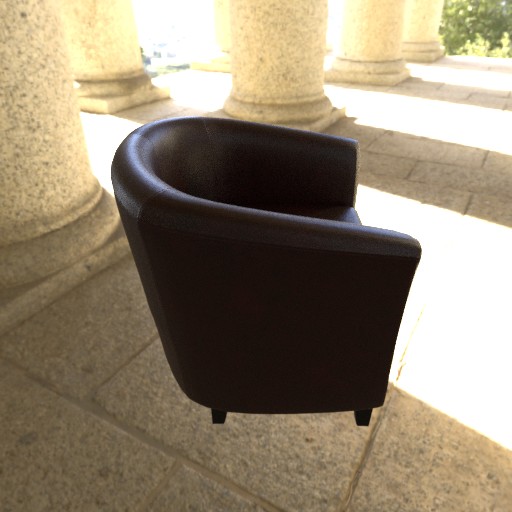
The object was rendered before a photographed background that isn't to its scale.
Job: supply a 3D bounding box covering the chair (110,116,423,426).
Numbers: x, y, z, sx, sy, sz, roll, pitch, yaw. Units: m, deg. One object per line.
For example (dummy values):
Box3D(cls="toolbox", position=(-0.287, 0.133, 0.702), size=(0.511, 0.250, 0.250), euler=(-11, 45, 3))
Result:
Box3D(cls="chair", position=(0.000, 0.000, 1.374), size=(0.727, 0.756, 0.792), euler=(0, 31, 1))
